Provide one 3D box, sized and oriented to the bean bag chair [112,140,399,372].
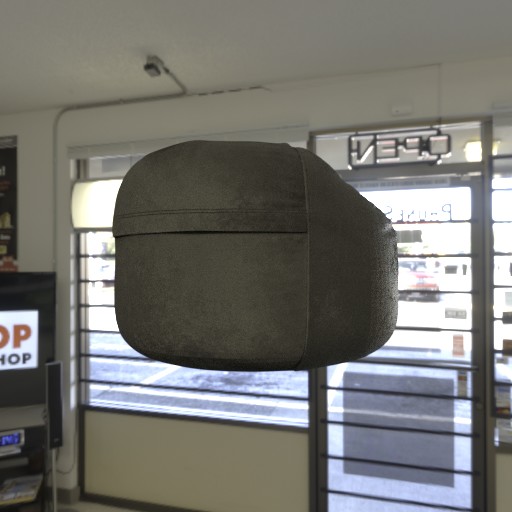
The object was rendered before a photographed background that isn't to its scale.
[{"bbox_3d":[0.000,0.000,1.492,0.918,0.605,0.918,0,0,0],"label":"bean bag chair"}]
